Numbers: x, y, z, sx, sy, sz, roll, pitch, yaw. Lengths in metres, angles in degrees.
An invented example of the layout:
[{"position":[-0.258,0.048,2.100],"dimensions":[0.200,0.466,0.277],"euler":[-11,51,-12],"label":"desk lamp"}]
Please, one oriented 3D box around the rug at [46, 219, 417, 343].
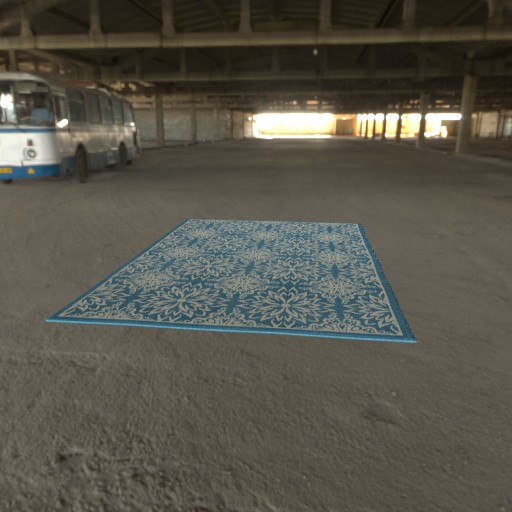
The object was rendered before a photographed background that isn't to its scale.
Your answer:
[{"position":[0.000,0.000,2.869],"dimensions":[1.554,0.012,2.205],"euler":[2,16,7],"label":"rug"}]
